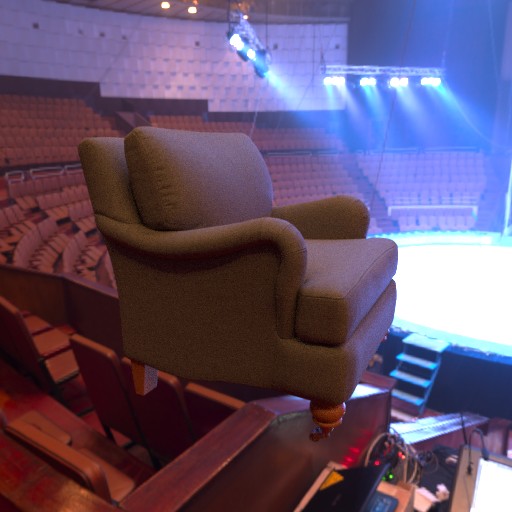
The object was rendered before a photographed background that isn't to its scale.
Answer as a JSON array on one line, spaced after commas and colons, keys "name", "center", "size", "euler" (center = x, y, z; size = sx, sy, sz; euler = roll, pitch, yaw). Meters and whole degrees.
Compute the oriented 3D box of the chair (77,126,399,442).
[{"name": "chair", "center": [0.000, 0.000, 1.881], "size": [1.070, 1.038, 0.955], "euler": [7, 15, 26]}]
